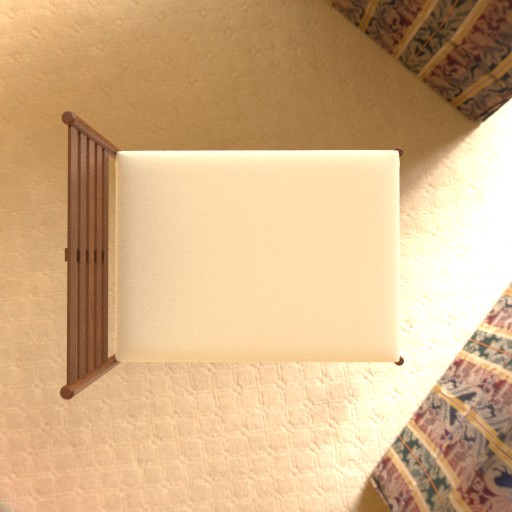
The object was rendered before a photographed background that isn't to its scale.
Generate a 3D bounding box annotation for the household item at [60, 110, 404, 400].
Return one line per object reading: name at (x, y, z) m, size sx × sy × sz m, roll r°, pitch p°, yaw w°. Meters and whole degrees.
household item at (0.000, 0.000, 3.198) m, size 2.232 × 1.356 × 1.663 m, roll 0°, pitch 89°, yaw 1°
